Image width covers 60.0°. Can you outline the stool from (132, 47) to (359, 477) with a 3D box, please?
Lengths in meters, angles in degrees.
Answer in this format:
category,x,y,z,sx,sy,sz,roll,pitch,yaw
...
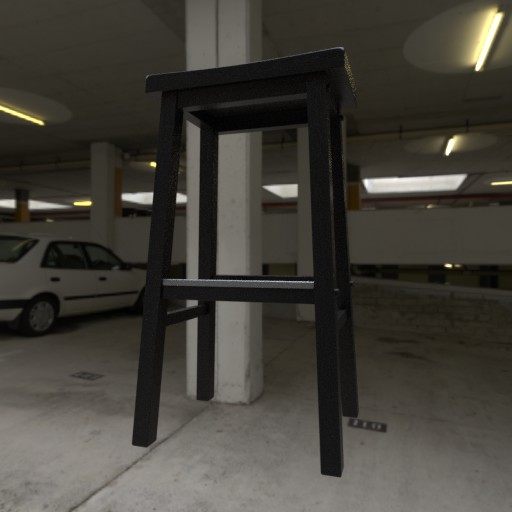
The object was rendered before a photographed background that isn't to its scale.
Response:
category,x,y,z,sx,sy,sz,roll,pitch,yaw
stool,0.000,0.000,0.955,0.406,0.742,0.322,0,0,18
